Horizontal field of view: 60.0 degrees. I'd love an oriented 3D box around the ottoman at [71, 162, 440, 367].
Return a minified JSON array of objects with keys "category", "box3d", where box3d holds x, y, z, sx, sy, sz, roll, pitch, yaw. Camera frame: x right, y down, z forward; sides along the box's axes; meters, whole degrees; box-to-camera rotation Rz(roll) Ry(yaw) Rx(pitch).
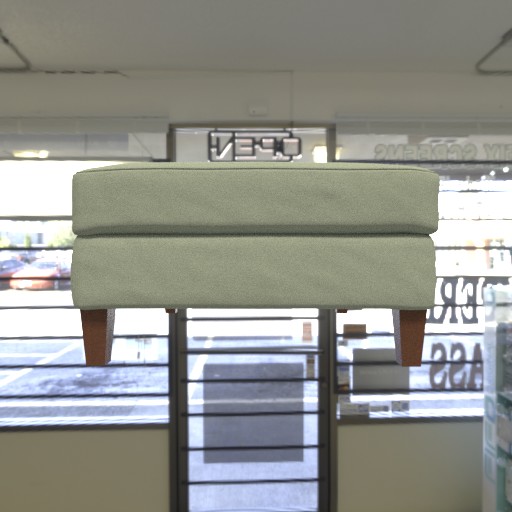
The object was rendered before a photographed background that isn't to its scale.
[{"category":"ottoman","box3d":[0.000,0.000,1.457,0.842,0.494,0.991,0,1,1]}]
